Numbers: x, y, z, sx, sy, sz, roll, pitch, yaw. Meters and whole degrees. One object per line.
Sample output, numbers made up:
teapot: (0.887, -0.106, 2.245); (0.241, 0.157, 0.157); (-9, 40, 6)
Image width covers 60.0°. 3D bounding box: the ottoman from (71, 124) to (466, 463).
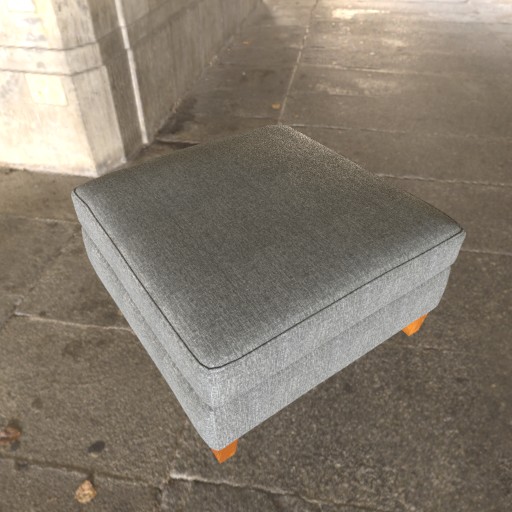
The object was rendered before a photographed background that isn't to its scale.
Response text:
ottoman: (0.000, 0.000, 1.375); (0.838, 0.481, 0.838); (-25, 46, -26)
